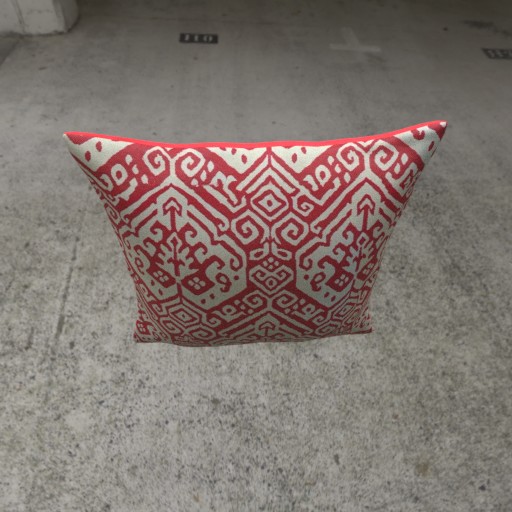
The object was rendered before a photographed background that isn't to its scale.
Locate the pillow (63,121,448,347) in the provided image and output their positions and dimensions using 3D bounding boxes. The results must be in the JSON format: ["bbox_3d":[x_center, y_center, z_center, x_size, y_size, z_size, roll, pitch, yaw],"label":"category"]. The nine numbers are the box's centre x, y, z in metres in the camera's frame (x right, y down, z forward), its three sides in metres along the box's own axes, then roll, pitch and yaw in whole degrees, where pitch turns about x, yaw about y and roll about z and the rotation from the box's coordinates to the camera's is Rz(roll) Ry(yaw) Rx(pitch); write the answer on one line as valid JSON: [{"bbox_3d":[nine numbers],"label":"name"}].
[{"bbox_3d":[0.000,0.000,0.778,0.522,0.507,0.192,-2,47,-2],"label":"pillow"}]
